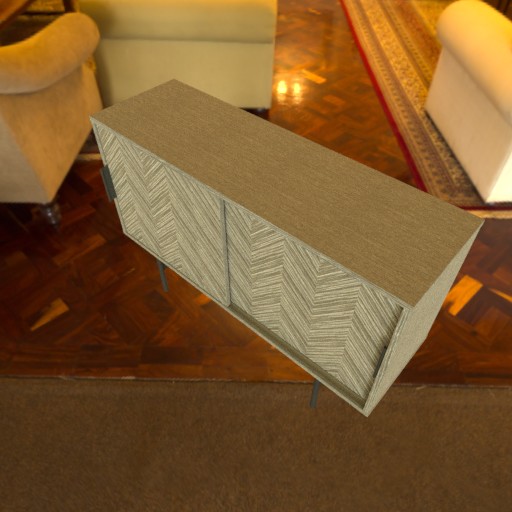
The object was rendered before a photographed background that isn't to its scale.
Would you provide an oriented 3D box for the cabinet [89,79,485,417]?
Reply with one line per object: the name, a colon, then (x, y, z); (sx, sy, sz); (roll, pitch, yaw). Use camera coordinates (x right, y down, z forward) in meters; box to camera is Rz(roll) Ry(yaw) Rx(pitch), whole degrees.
cabinet: (0.000, 0.000, 1.576); (1.194, 0.787, 0.405); (33, 55, 27)
